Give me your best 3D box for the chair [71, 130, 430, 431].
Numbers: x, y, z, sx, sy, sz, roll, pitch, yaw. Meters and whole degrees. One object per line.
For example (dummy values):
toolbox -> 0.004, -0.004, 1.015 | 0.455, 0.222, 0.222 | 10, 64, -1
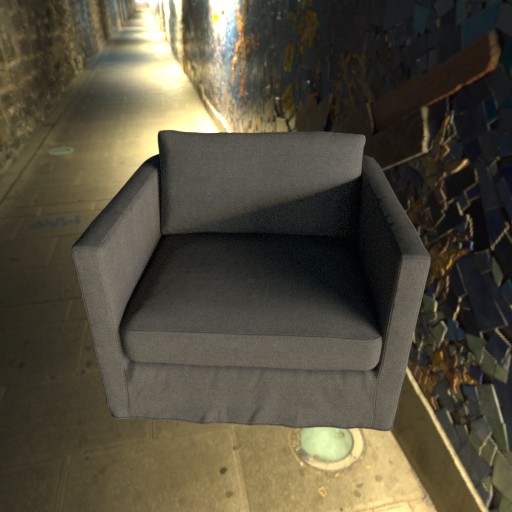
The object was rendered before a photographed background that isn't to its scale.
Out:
chair -> 0.000, 0.000, 1.767 | 1.057, 0.863, 0.949 | 2, 30, 3
